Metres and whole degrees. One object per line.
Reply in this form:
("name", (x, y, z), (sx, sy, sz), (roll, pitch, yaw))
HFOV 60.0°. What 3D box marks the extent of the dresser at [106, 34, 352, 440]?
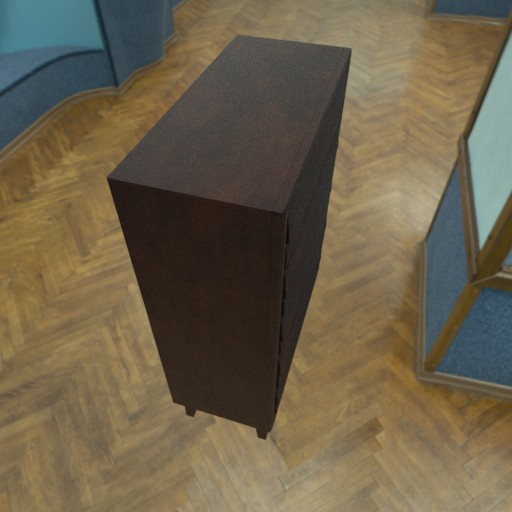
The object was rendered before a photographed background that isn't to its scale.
("dresser", (0.000, 0.000, 2.036), (0.506, 1.514, 1.072), (13, 48, 12))
